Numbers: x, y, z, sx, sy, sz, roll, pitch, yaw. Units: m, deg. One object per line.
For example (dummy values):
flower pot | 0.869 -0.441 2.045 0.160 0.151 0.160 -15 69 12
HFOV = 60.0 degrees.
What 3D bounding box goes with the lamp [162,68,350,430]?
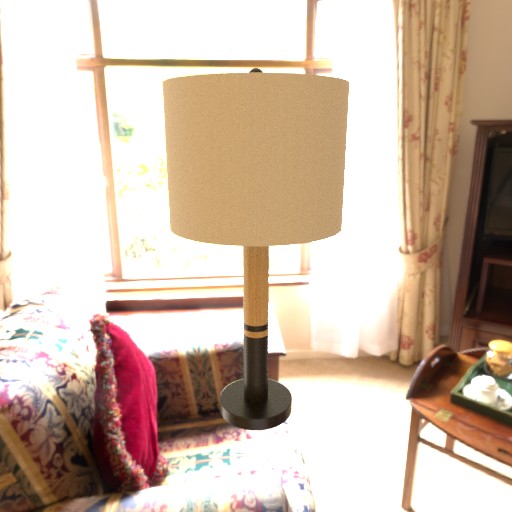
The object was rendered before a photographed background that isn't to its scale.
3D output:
lamp | 0.000 0.000 0.813 0.305 0.640 0.305 -15 21 -42
